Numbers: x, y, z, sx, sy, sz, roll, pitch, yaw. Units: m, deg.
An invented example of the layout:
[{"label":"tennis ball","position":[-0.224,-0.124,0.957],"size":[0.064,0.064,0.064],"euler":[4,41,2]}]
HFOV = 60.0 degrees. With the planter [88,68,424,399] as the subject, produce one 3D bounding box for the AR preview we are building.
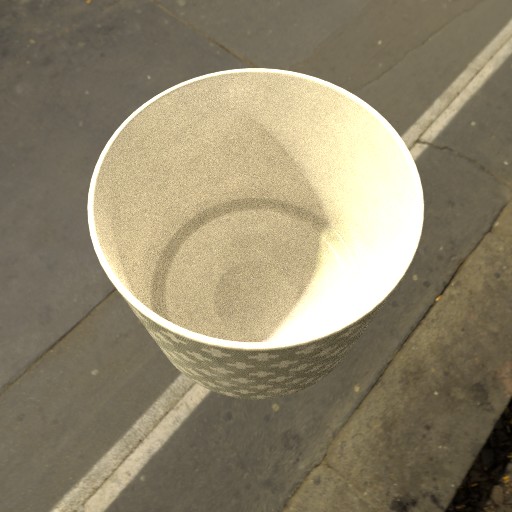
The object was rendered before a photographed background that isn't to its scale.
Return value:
[{"label":"planter","position":[0.000,0.000,0.439],"size":[0.250,0.239,0.250],"euler":[0,63,0]}]
